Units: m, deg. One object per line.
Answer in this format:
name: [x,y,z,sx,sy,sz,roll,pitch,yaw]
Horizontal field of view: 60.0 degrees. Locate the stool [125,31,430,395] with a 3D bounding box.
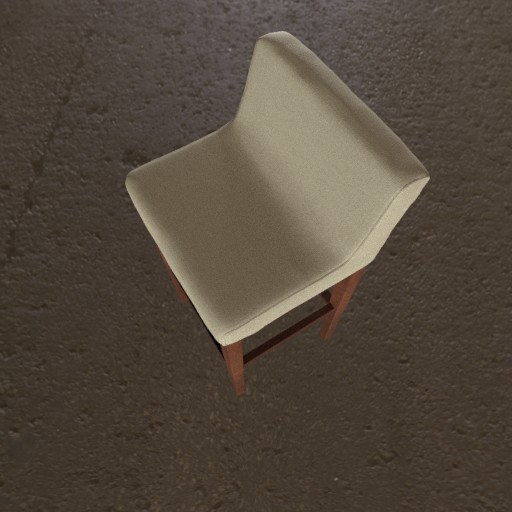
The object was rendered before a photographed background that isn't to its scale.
stool: [0.000,0.000,1.322,0.500,1.037,0.511,-29,66,-14]
